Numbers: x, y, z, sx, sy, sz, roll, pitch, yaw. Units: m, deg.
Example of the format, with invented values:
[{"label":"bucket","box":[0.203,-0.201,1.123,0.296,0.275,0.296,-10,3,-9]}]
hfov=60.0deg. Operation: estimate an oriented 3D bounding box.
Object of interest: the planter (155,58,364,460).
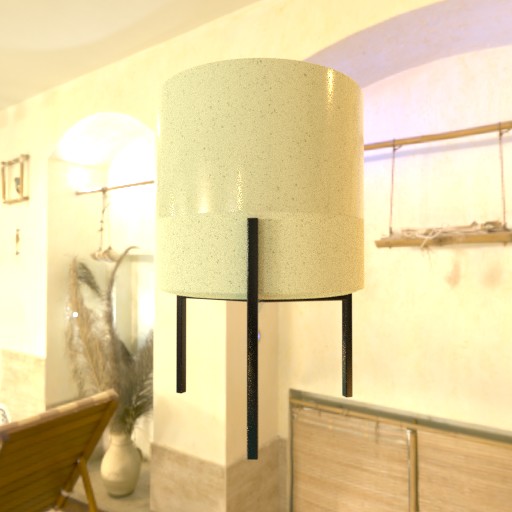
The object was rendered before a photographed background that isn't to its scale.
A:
[{"label":"planter","box":[0.000,0.000,0.333,0.159,0.230,0.152,-1,-1,34]}]
